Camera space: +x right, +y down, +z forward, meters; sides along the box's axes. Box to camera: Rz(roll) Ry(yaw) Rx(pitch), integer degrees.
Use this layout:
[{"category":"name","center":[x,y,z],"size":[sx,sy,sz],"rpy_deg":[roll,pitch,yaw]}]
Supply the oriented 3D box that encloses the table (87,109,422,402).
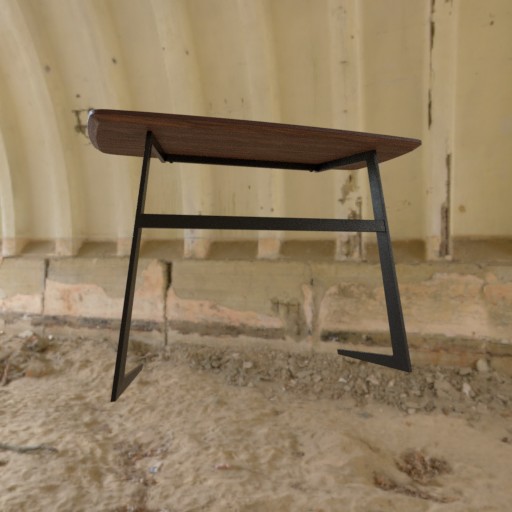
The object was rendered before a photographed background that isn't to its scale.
[{"category":"table","center":[0.000,0.000,1.133],"size":[0.804,0.576,0.361],"rpy_deg":[0,0,-18]}]
